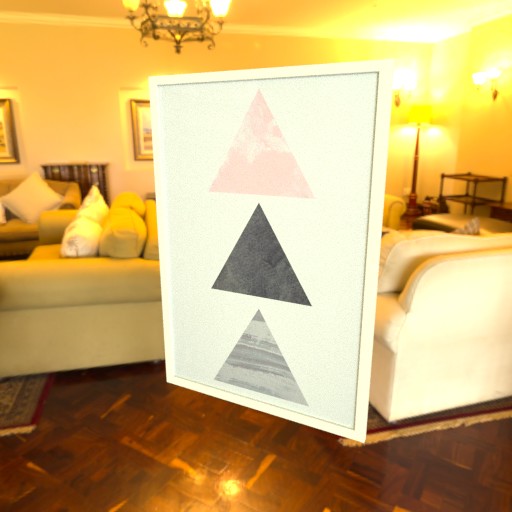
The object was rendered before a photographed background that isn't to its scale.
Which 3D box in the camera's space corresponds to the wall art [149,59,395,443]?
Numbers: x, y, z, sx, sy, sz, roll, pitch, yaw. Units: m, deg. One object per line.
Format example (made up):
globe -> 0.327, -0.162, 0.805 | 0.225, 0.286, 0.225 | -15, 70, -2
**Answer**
wall art -> 0.000, 0.000, 0.838 | 0.456, 0.656, 0.013 | 8, 17, 26
